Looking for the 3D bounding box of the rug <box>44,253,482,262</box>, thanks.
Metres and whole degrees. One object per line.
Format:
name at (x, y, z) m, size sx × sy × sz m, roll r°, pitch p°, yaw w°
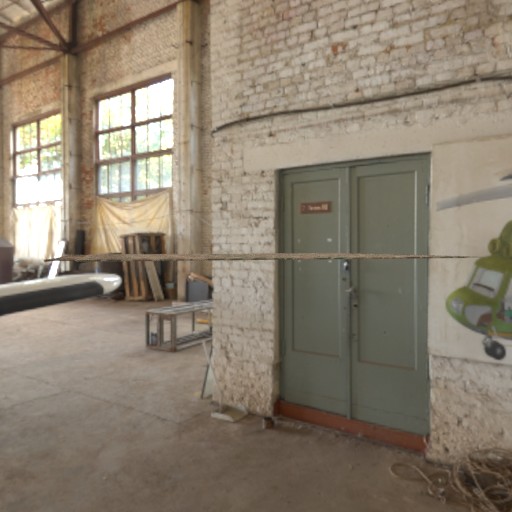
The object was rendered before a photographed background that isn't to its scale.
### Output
rug at (0.000, 0.000, 2.983) m, size 2.438 × 0.011 × 1.524 m, roll 0°, pitch 1°, yaw -18°
